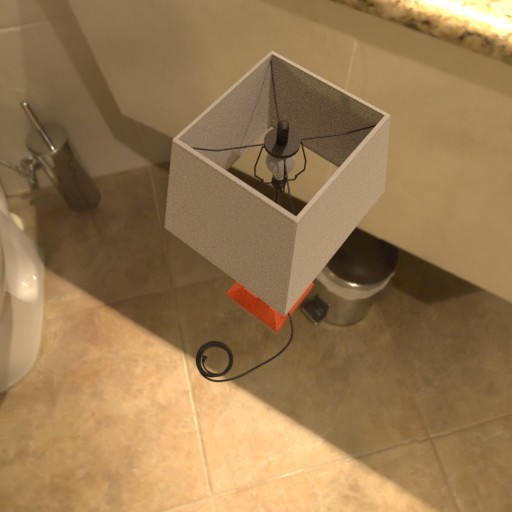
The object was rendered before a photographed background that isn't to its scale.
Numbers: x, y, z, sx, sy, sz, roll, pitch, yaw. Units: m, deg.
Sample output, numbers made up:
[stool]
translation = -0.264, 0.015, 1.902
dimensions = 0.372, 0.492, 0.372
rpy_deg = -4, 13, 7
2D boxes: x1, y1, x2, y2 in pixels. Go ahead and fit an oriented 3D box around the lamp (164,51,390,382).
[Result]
[lamp]
translation = 0.000, 0.000, 1.007
dimensions = 0.310, 0.737, 0.498
rpy_deg = 36, 69, 16
